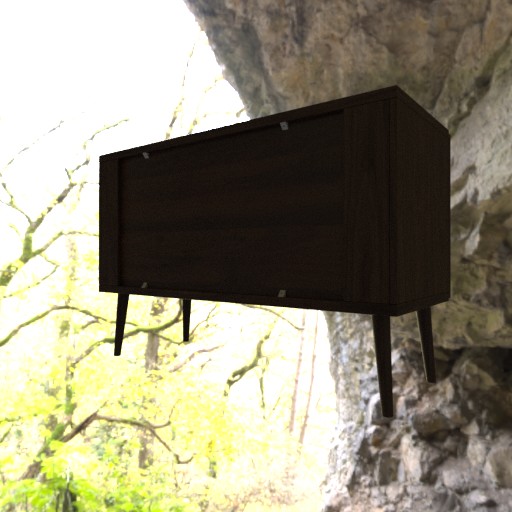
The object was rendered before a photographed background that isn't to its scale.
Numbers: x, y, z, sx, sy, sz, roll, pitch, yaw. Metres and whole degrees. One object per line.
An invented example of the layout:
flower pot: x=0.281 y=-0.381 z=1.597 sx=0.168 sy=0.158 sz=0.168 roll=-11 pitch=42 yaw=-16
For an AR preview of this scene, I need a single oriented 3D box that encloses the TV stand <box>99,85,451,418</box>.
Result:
TV stand: x=0.000 y=0.000 z=1.314 sx=0.990 sy=0.660 sz=0.405 roll=0 pitch=0 yaw=37
